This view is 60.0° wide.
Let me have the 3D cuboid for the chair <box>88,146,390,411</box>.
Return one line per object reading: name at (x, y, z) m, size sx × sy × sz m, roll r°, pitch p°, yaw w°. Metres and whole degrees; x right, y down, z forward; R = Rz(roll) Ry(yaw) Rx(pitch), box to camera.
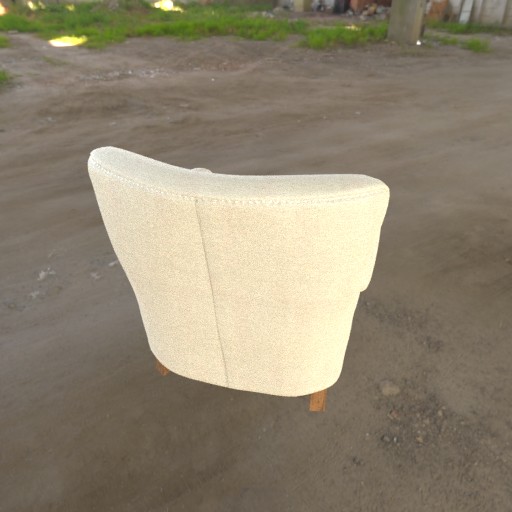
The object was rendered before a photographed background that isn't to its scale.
chair at (0.000, 0.000, 1.636) m, size 0.861 × 0.936 × 0.921 m, roll 10°, pitch 33°, yaw 15°
